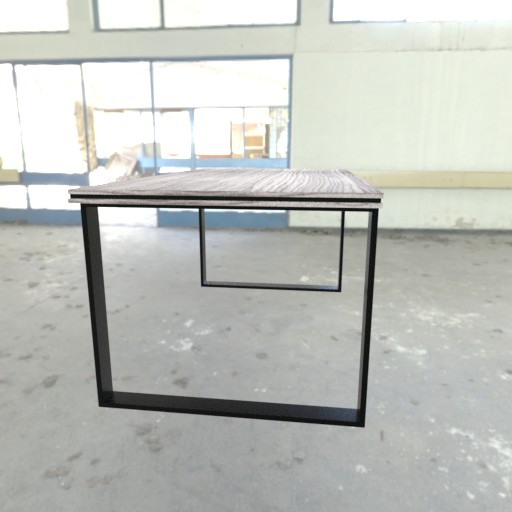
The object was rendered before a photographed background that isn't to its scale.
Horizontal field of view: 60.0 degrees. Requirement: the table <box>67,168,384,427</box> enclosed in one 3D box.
[{"bbox_3d":[0.000,0.000,2.056,0.881,0.736,1.579,2,13,7],"label":"table"}]
